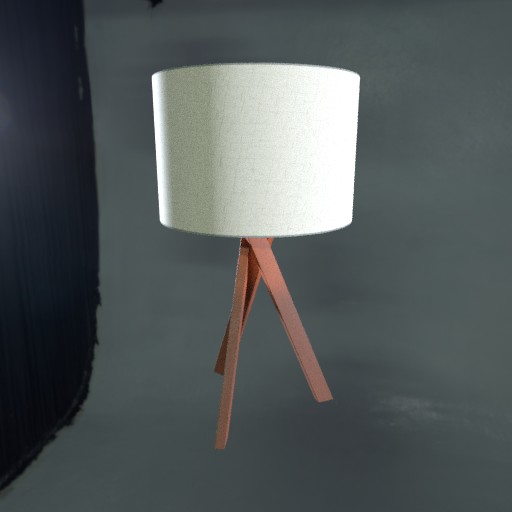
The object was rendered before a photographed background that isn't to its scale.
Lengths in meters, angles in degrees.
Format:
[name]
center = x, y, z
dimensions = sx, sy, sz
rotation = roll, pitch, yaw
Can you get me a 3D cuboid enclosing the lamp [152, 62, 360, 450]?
[lamp]
center = 0.000, 0.000, 0.919
dimensions = 0.380, 0.686, 0.380
rotation = 3, 15, 10
